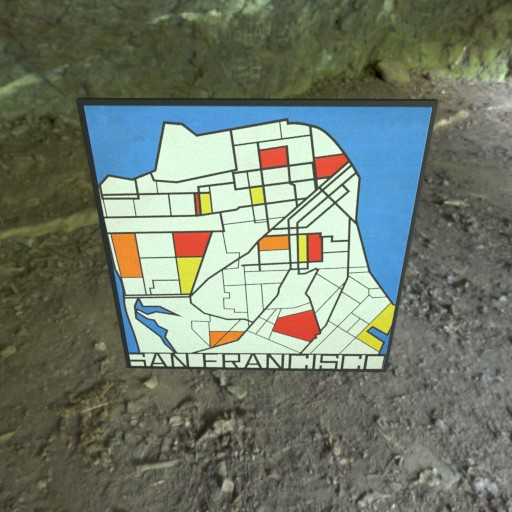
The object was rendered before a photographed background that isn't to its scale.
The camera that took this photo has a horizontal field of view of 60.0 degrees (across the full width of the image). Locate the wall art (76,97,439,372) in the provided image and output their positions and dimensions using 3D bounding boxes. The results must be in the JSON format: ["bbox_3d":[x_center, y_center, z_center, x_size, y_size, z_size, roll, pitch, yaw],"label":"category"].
[{"bbox_3d":[0.000,0.000,0.676,0.458,0.457,0.013,1,29,1],"label":"wall art"}]
